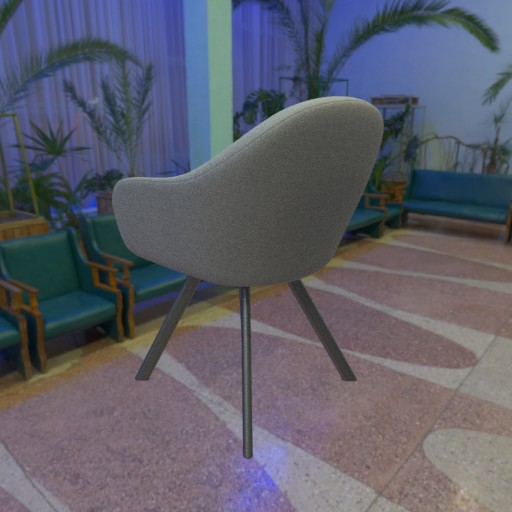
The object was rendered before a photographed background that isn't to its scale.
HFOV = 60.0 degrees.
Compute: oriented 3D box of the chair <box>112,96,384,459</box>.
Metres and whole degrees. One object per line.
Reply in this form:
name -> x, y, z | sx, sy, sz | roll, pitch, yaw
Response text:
chair -> 0.000, 0.000, 1.179 | 0.570, 0.780, 0.540 | 15, 22, 42
